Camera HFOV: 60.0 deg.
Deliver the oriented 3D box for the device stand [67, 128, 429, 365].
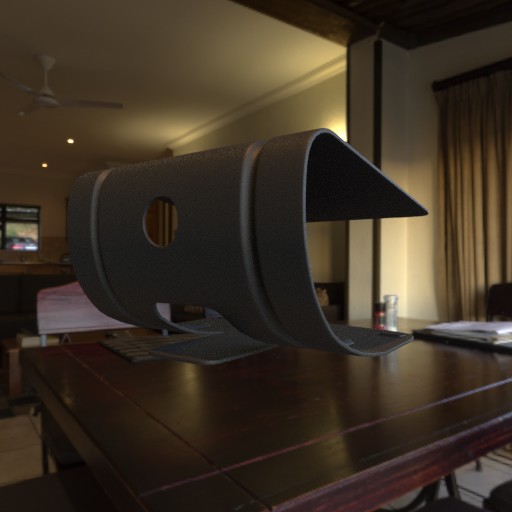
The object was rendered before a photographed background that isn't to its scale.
[{"bbox_3d":[0.000,0.000,0.412,0.256,0.155,0.236,0,-1,36],"label":"device stand"}]
